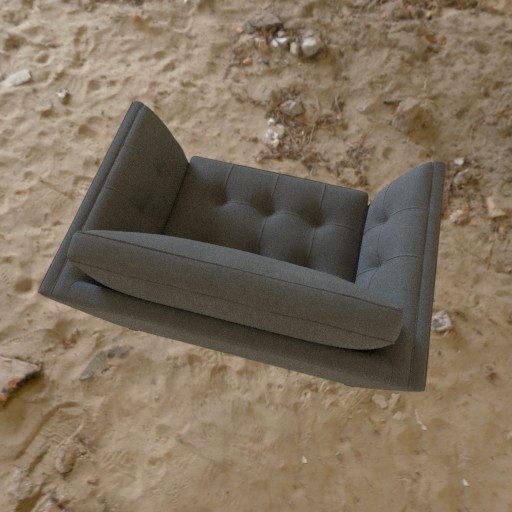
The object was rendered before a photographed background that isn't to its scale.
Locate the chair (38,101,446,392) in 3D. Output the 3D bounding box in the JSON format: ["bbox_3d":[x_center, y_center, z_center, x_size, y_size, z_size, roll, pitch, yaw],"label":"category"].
[{"bbox_3d":[0.000,0.000,1.997,1.396,0.942,0.965,13,65,6],"label":"chair"}]
